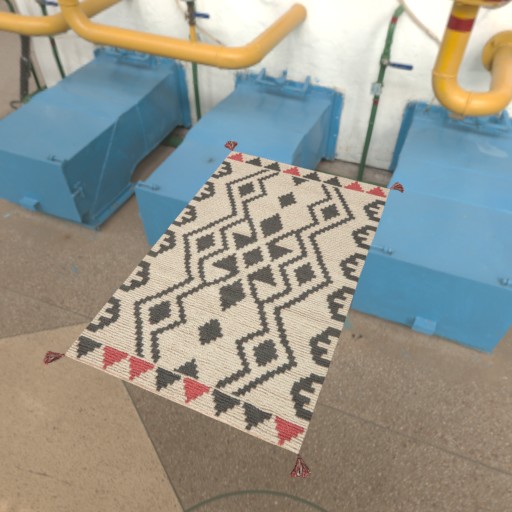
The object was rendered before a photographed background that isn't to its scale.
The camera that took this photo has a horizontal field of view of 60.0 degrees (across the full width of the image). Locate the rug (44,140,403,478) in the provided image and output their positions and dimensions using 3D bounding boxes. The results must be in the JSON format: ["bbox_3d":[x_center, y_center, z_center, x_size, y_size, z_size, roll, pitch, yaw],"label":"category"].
[{"bbox_3d":[0.000,0.000,3.278,1.741,0.066,2.672,17,49,16],"label":"rug"}]
